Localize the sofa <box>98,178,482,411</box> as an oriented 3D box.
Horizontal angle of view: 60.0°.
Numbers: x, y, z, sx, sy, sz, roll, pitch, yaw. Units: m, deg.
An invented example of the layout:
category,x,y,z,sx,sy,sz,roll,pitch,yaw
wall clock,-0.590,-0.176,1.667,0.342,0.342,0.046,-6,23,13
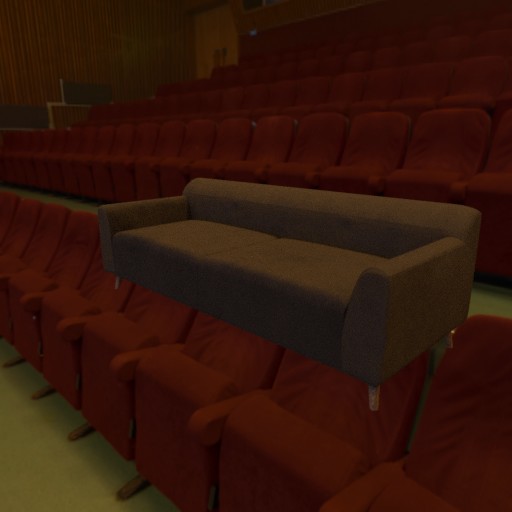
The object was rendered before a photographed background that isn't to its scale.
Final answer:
category,x,y,z,sx,sy,sz,roll,pitch,yaw
sofa,0.000,0.000,2.648,2.190,0.740,0.900,15,21,43
